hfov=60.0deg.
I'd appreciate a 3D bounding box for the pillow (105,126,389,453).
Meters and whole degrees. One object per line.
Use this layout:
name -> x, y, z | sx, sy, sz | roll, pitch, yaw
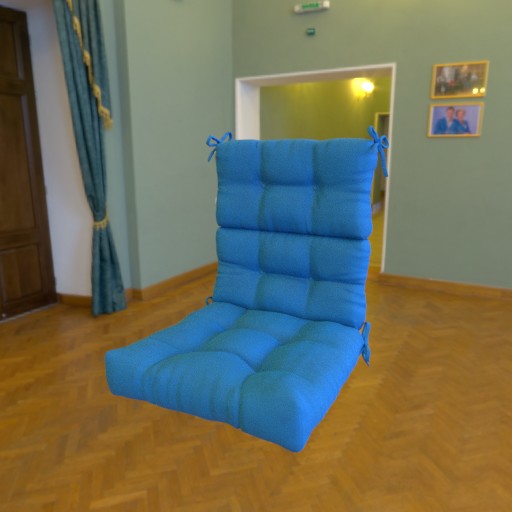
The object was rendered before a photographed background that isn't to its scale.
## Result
pillow -> 0.000, 0.000, 1.055 | 0.519, 0.605, 0.571 | 7, 15, 27
